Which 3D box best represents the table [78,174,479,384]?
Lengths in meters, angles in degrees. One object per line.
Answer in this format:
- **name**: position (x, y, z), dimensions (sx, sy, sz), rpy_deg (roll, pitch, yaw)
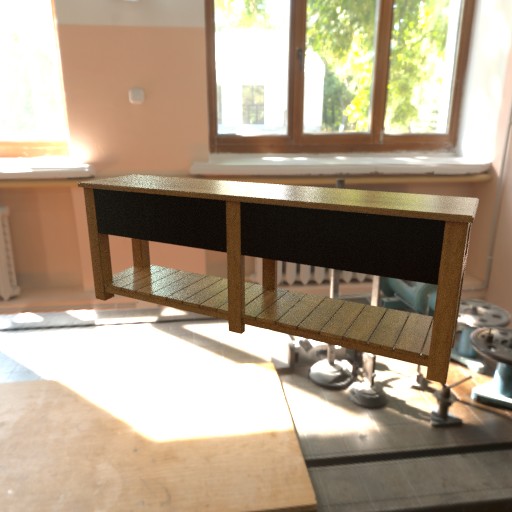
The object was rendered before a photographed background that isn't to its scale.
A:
- **table**: position (0.000, 0.000, 2.107), dimensions (1.815, 0.635, 0.425), rpy_deg (9, 19, 27)
